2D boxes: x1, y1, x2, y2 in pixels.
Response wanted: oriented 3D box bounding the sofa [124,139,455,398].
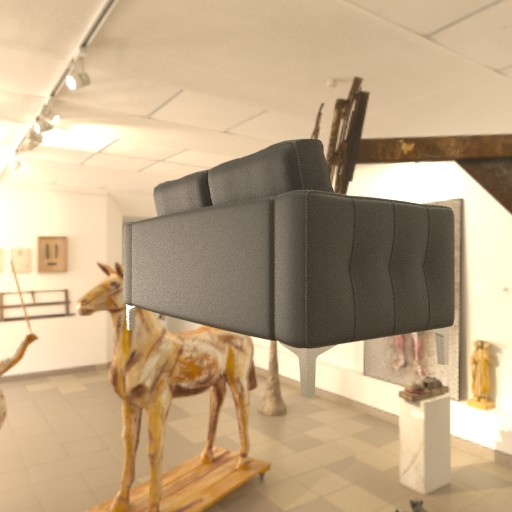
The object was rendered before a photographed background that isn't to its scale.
[{"bbox_3d":[0.000,0.000,2.267,0.833,0.893,1.726,0,0,-35],"label":"sofa"}]
